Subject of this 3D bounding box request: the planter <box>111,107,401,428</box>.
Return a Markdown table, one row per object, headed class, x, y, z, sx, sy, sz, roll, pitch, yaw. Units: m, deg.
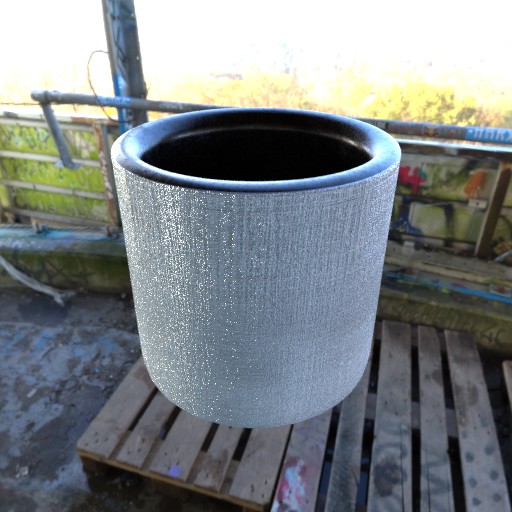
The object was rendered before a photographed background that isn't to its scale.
| class | x | y | z | sx | sy | sz | roll | pitch | yaw |
| --- | --- | --- | --- | --- | --- | --- | --- | --- | --- |
| planter | 0.000 | 0.000 | 0.287 | 0.160 | 0.156 | 0.160 | 0 | 30 | 0 |
